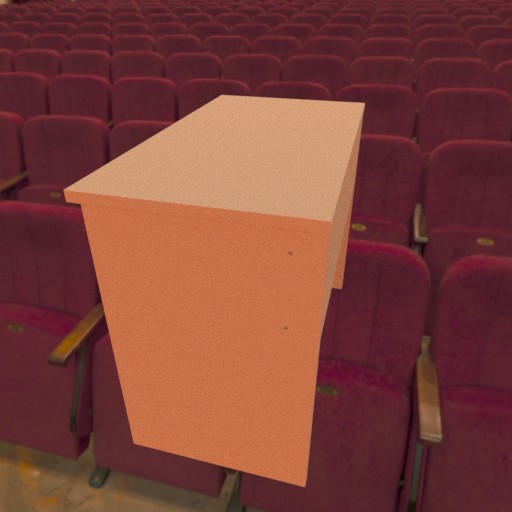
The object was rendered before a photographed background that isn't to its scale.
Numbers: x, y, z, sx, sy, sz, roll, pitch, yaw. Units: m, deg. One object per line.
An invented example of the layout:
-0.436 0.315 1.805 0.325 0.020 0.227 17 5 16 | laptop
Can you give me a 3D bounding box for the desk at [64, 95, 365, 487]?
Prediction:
0.000 0.000 1.328 0.498 0.729 0.900 8 32 13 | desk
